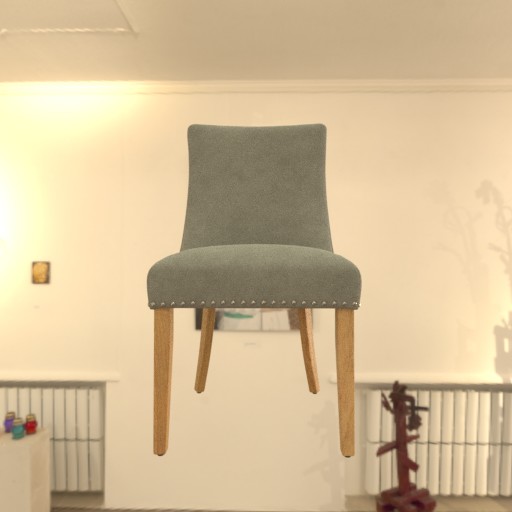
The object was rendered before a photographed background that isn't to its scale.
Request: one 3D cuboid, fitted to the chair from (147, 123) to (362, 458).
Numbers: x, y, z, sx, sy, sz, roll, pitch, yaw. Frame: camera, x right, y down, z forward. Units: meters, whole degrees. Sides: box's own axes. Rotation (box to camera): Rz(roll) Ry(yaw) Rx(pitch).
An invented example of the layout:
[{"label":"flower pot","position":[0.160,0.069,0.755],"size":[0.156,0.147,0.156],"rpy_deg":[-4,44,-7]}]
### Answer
[{"label":"chair","position":[0.000,0.000,1.278],"size":[0.495,0.902,0.610],"rpy_deg":[0,0,1]}]
